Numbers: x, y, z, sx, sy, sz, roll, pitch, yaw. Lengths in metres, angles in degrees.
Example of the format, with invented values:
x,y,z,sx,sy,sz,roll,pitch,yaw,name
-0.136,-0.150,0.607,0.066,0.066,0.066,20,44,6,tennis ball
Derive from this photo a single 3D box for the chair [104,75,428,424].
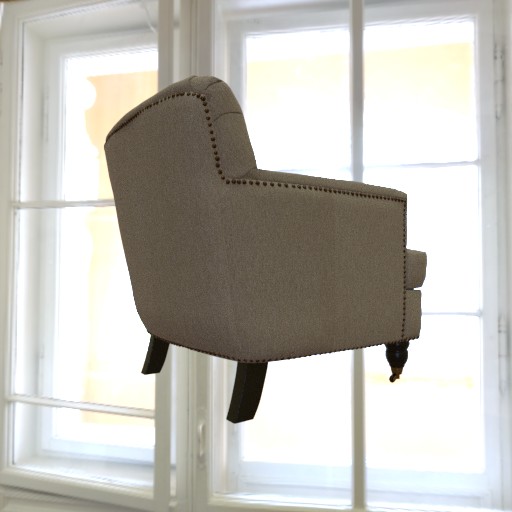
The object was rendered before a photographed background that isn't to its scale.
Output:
x,y,z,sx,sy,sz,roll,pitch,yaw,name
0.000,0.000,1.485,0.902,0.823,0.737,1,-1,-35,chair
